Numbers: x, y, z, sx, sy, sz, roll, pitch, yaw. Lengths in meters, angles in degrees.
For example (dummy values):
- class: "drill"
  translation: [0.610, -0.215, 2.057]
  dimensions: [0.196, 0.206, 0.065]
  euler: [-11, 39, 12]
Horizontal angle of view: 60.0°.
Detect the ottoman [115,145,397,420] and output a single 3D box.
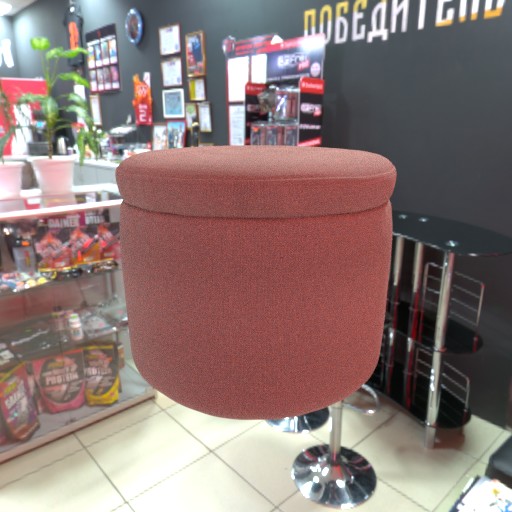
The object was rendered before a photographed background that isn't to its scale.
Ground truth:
- class: "ottoman"
  translation: [0.000, 0.000, 0.858]
  dimensions: [0.497, 0.409, 0.497]
  euler: [0, 17, 0]
